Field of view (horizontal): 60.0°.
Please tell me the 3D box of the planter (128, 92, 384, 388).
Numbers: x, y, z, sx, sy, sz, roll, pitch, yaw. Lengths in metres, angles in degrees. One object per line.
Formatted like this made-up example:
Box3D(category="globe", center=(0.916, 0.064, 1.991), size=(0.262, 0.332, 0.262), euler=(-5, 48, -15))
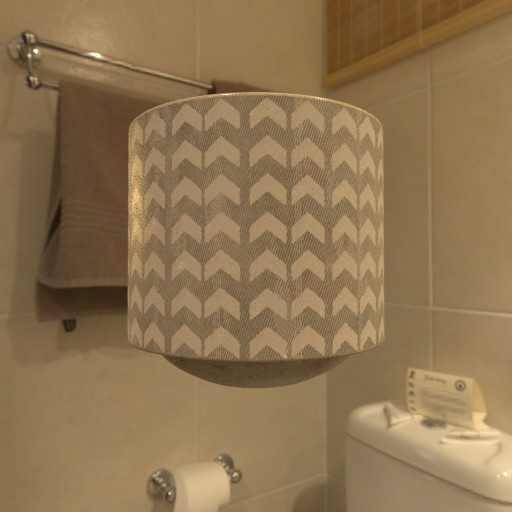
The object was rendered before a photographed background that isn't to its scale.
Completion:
Box3D(category="planter", center=(0.000, 0.000, 0.451), size=(0.250, 0.239, 0.250), euler=(0, -1, 0))
